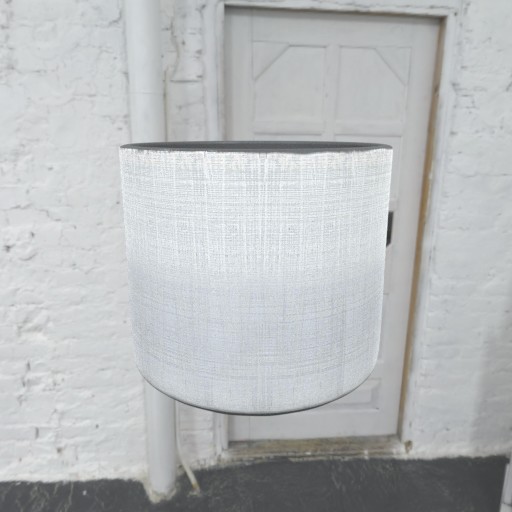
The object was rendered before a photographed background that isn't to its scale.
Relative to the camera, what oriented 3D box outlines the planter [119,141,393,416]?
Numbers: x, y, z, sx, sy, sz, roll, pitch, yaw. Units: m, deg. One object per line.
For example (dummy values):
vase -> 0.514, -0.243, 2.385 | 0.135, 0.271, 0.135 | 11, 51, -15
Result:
planter -> 0.000, 0.000, 0.450 | 0.254, 0.221, 0.254 | 0, 16, 0
